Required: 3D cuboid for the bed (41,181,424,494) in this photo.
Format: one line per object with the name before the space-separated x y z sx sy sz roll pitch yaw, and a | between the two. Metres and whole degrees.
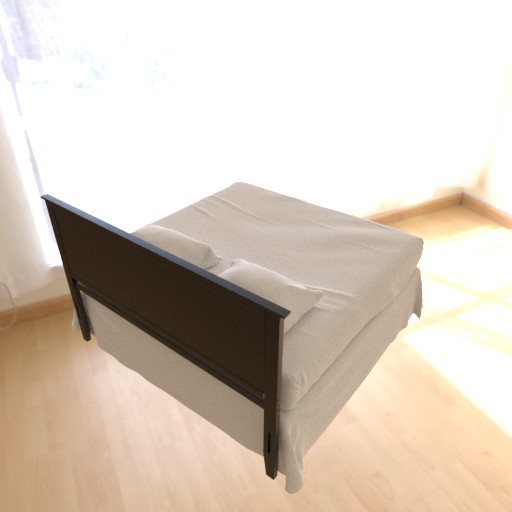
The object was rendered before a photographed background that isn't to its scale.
bed | 0.000 0.000 3.524 2.315 1.271 2.219 23 39 32
